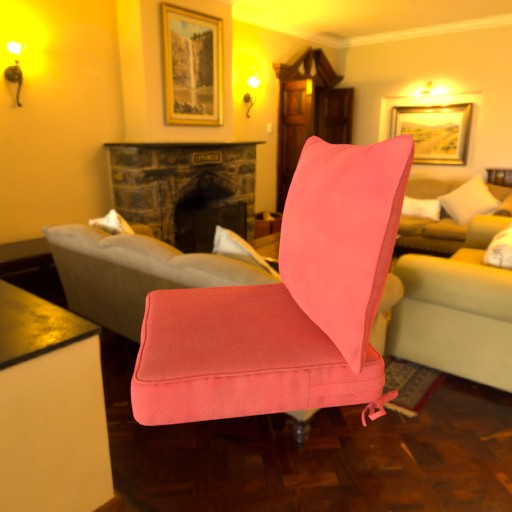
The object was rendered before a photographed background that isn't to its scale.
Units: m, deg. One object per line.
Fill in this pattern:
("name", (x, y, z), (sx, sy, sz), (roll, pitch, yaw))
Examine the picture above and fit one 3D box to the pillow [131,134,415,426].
("pillow", (0.000, 0.000, 1.373), (0.733, 0.725, 0.798), (-3, 15, -10))
